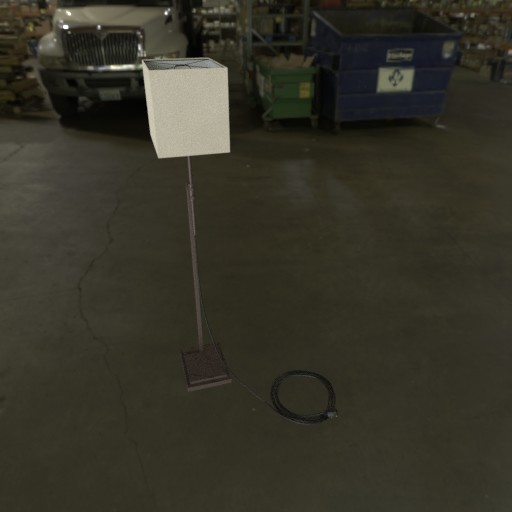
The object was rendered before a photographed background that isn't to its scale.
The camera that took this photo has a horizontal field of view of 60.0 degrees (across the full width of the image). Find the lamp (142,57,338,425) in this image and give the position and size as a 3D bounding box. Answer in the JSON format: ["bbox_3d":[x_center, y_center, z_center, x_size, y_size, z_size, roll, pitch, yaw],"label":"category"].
[{"bbox_3d":[0.000,0.000,2.021,0.774,1.600,0.698,-8,31,-14],"label":"lamp"}]
